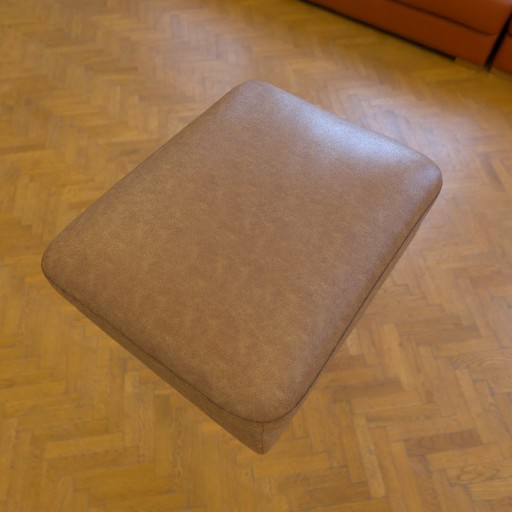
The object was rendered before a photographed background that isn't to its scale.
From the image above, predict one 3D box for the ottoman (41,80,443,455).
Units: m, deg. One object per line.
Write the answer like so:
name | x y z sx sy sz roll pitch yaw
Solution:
ottoman | 0.000 0.000 1.091 0.593 0.478 0.747 31 63 18
